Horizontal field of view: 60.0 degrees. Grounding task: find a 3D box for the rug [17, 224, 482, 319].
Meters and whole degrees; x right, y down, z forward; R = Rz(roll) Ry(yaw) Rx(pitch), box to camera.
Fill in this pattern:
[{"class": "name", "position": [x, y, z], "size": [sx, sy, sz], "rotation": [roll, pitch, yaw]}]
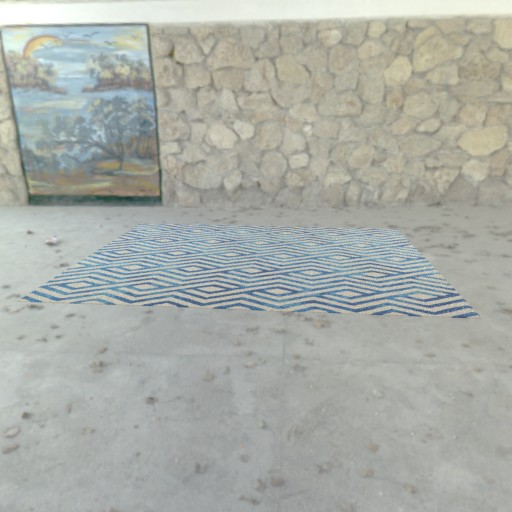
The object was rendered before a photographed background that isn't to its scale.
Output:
[{"class": "rug", "position": [0.000, 0.000, 4.069], "size": [3.059, 0.008, 2.453], "rotation": [1, 17, 5]}]
